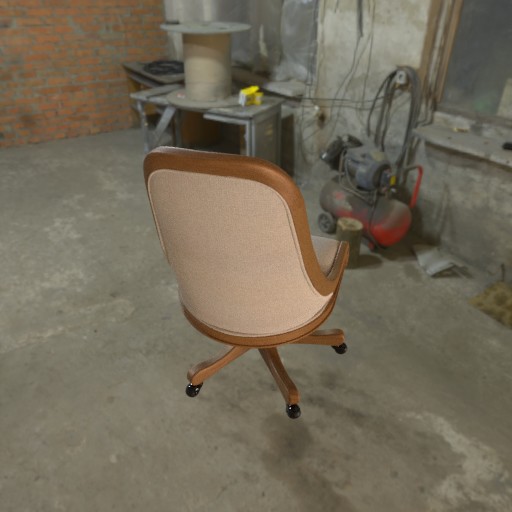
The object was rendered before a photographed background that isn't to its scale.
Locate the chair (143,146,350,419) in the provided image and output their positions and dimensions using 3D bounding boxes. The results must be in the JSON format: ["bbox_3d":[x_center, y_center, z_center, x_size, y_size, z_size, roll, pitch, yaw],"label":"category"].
[{"bbox_3d":[0.000,0.000,1.574,0.702,1.009,0.811,10,33,16],"label":"chair"}]
